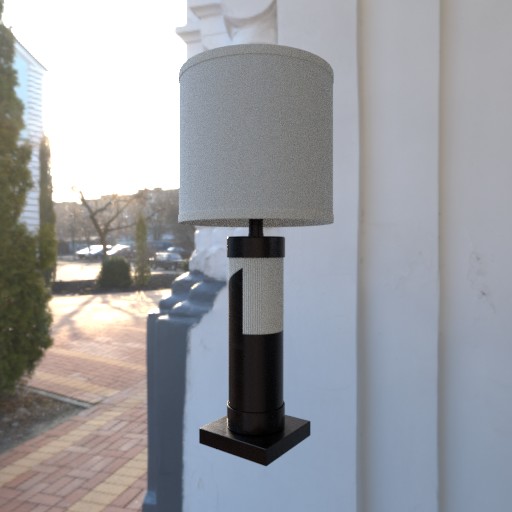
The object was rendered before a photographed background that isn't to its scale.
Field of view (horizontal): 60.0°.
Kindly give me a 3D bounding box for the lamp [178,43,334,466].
[{"bbox_3d":[0.000,0.000,0.611,0.211,0.509,0.211,1,1,36],"label":"lamp"}]
